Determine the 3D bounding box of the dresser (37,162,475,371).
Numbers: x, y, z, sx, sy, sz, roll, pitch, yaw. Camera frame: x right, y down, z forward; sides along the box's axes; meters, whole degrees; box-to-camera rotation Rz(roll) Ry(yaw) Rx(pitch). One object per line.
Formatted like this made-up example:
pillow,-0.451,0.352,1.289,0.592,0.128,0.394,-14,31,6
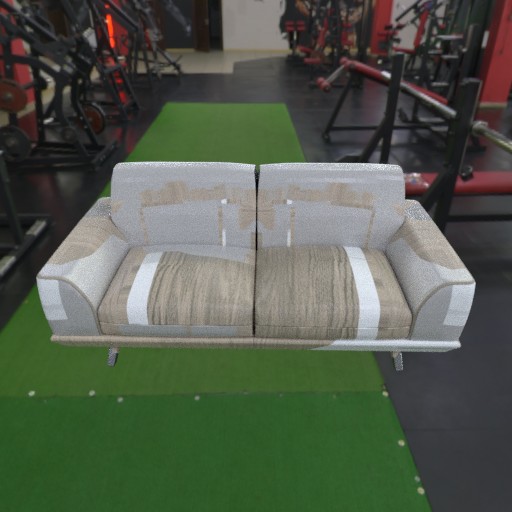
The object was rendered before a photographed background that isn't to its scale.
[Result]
dresser,0.000,0.000,5.668,4.679,1.863,2.251,1,31,1
